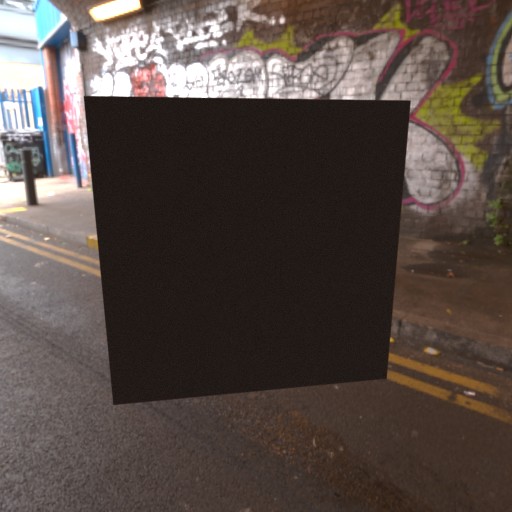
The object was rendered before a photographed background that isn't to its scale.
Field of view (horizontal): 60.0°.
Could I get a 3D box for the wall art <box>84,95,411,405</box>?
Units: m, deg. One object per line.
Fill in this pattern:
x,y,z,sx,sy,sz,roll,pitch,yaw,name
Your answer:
0.000,0.000,1.136,0.762,0.762,0.038,-3,15,-10,wall art
